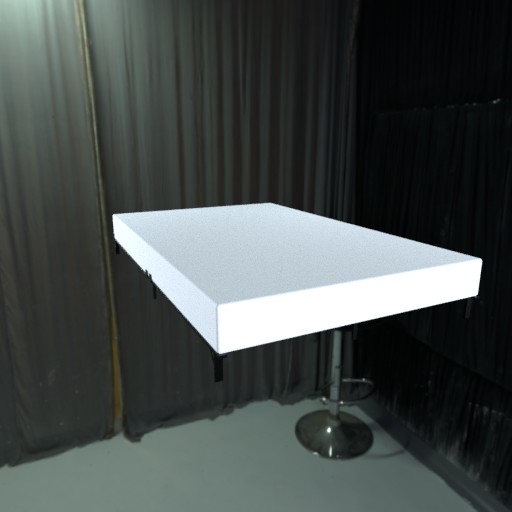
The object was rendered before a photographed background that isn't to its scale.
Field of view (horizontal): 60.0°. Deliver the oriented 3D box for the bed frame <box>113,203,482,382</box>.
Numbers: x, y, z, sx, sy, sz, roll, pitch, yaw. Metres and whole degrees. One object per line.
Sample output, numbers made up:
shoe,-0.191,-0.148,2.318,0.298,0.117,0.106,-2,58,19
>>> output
bed frame,0.000,0.000,3.886,1.930,0.440,2.987,-7,17,-26
